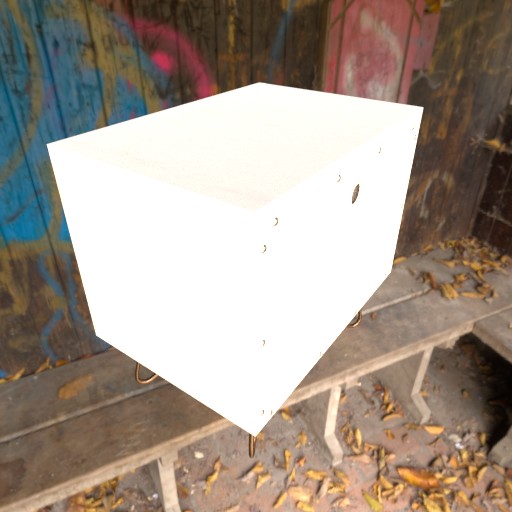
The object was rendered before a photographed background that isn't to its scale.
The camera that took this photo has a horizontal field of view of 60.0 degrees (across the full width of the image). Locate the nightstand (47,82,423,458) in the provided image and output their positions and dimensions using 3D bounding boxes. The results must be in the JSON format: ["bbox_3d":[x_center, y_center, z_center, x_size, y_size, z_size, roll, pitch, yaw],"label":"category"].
[{"bbox_3d":[0.000,0.000,1.011,0.447,0.604,0.614,21,38,30],"label":"nightstand"}]
